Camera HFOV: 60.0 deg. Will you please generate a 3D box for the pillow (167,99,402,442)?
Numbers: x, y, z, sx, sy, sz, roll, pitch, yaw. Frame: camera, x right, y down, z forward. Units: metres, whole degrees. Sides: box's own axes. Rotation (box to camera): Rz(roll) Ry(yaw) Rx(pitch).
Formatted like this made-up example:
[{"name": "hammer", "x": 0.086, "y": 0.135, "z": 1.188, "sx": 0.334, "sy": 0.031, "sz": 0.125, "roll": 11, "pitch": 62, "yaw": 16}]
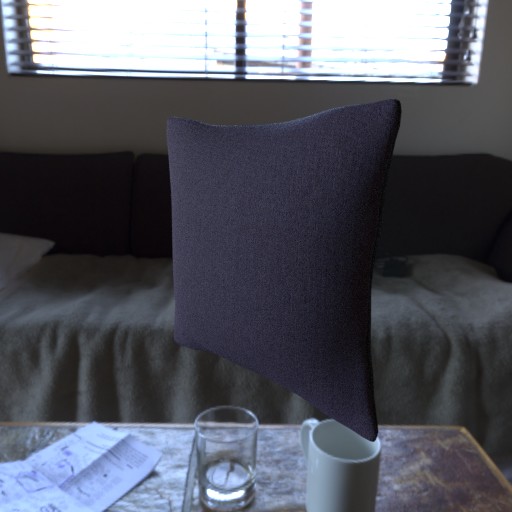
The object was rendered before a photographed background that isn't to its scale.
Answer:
[{"name": "pillow", "x": 0.000, "y": 0.000, "z": 0.664, "sx": 0.437, "sy": 0.419, "sz": 0.136, "roll": 13, "pitch": 19, "yaw": 43}]
